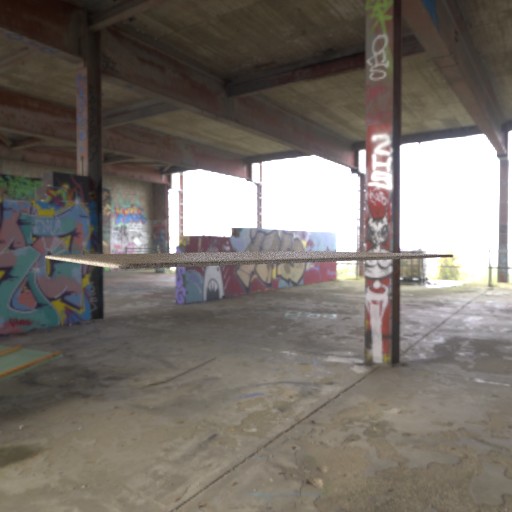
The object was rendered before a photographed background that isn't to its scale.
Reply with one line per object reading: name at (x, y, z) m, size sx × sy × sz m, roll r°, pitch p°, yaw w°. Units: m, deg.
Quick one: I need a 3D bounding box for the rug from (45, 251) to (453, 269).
rug at (0.000, 0.000, 3.124) m, size 2.469 × 0.024 × 1.539 m, roll -1°, pitch 2°, yaw -36°
